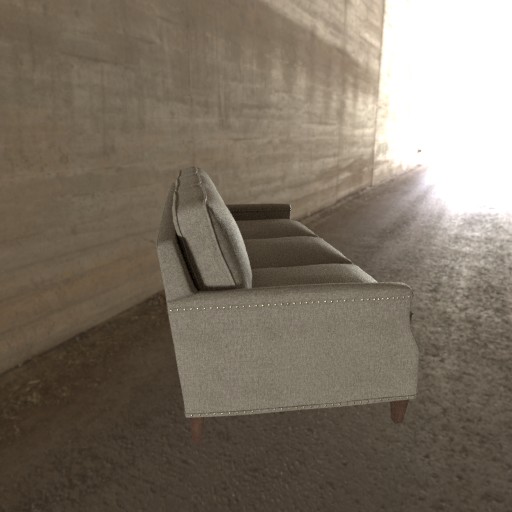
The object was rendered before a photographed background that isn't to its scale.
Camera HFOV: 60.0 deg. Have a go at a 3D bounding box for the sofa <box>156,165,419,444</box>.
[{"bbox_3d":[0.000,0.000,2.783,1.084,1.003,2.246,-2,16,-8],"label":"sofa"}]
